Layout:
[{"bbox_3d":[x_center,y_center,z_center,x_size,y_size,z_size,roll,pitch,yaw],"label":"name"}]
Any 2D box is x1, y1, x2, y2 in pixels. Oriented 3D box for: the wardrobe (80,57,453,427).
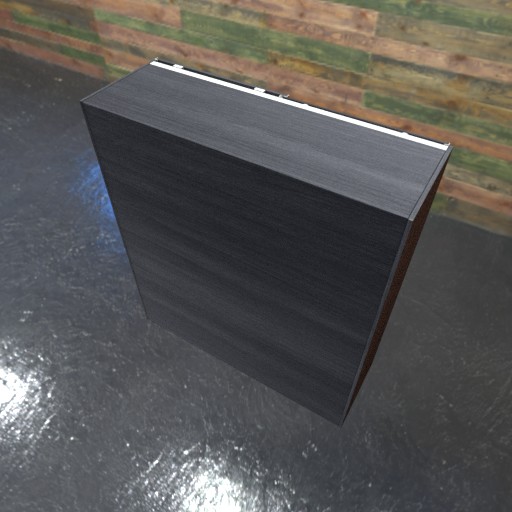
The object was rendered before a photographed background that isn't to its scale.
[{"bbox_3d":[0.000,0.000,2.890,1.780,1.960,0.629,24,51,21],"label":"wardrobe"}]
